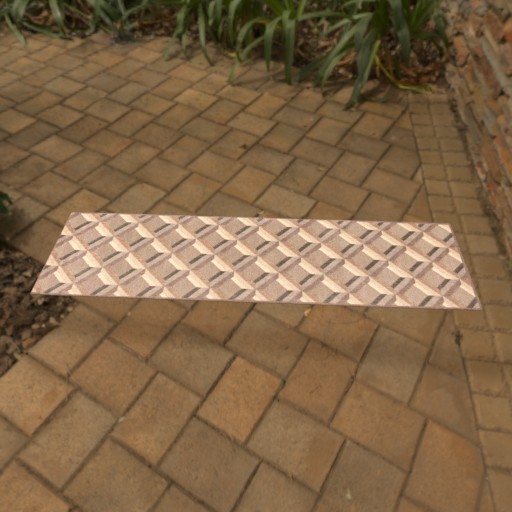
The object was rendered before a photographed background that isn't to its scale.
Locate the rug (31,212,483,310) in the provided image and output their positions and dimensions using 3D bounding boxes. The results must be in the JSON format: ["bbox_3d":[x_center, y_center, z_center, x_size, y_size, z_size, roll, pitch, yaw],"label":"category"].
[{"bbox_3d":[0.000,0.000,2.615,2.437,0.013,0.685,2,46,2],"label":"rug"}]
